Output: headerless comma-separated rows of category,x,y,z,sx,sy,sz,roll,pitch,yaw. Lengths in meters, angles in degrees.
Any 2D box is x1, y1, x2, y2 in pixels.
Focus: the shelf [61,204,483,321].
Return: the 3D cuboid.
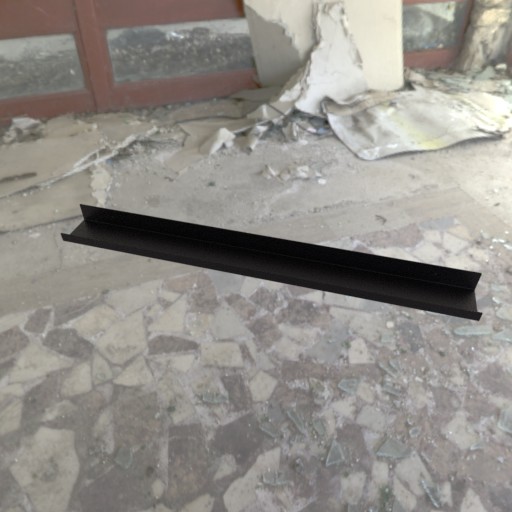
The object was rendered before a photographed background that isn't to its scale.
shelf,0.000,0.000,0.974,0.924,0.049,0.092,10,41,12
